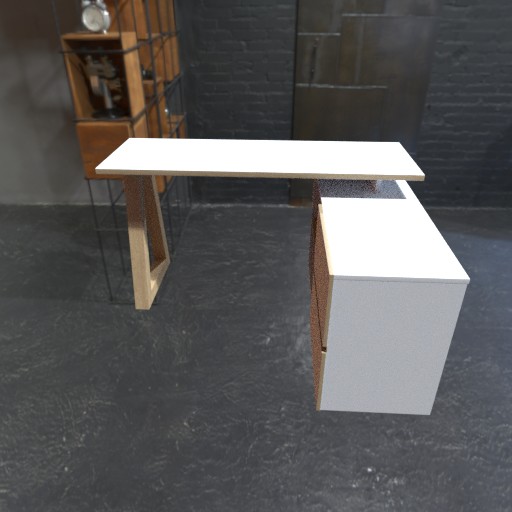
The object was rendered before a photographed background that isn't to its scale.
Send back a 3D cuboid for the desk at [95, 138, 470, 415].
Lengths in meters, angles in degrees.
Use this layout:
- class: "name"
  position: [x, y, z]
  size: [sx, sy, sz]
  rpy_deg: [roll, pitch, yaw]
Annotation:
- class: "desk"
  position: [0.000, 0.000, 2.018]
  size: [1.404, 0.755, 1.098]
  rpy_deg: [2, 30, 3]
